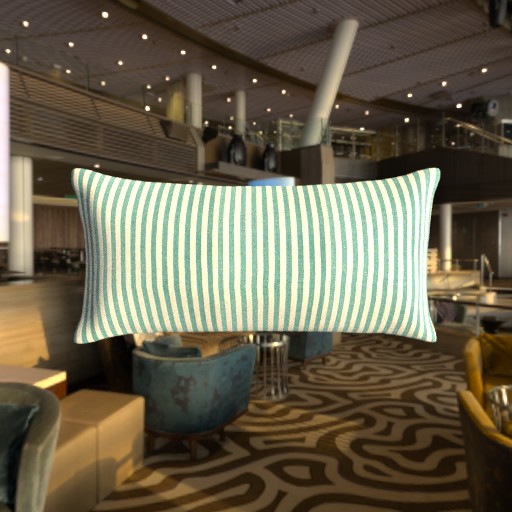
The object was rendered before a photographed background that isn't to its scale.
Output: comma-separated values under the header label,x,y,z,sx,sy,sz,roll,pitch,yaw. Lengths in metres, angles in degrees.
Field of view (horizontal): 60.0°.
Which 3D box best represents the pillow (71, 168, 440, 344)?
label,x,y,z,sx,sy,sz,roll,pitch,yaw
pillow,0.000,0.000,0.744,0.617,0.295,0.151,0,1,0
